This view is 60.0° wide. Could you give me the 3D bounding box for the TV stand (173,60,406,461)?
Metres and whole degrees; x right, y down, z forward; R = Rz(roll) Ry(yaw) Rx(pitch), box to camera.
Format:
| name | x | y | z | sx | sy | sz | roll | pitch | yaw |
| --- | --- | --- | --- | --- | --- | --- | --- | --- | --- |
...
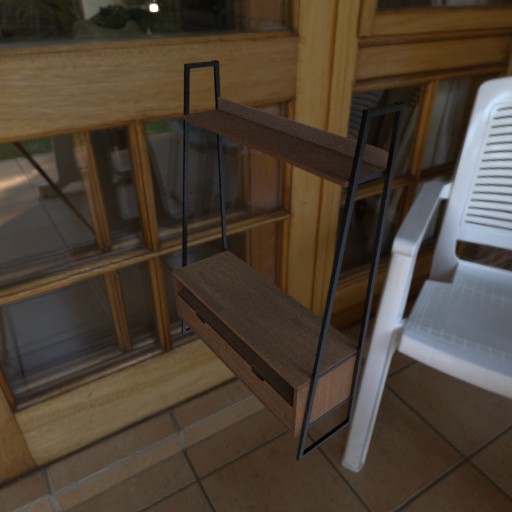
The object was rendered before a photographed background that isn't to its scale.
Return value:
| name | x | y | z | sx | sy | sz | roll | pitch | yaw |
| --- | --- | --- | --- | --- | --- | --- | --- | --- | --- |
| TV stand | 0.000 | 0.000 | 2.378 | 0.432 | 1.772 | 1.250 | -22 | 38 | -31 |
